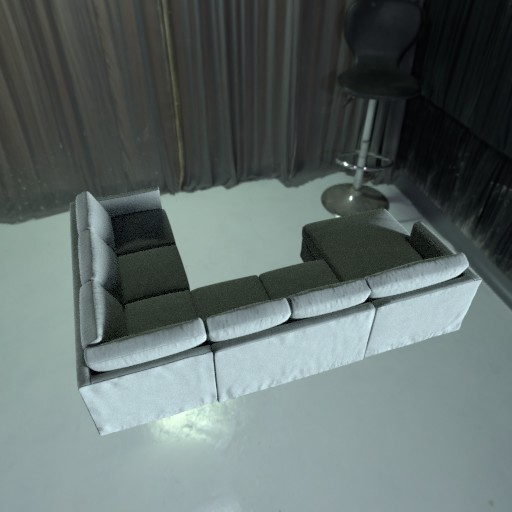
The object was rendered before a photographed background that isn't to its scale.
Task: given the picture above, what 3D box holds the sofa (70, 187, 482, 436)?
[{"bbox_3d":[0.000,0.000,4.497,3.434,0.869,2.440,-13,43,-14],"label":"sofa"}]
